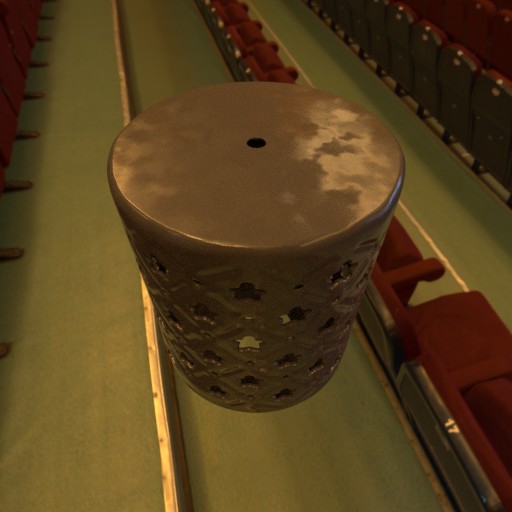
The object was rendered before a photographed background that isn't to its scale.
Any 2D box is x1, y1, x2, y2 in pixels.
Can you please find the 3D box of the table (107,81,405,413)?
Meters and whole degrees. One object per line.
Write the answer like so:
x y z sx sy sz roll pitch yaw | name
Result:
0.000 0.000 0.662 0.352 0.387 0.352 0 46 0 | table
